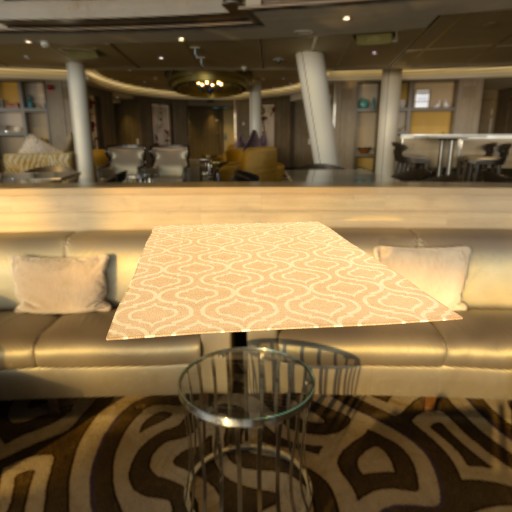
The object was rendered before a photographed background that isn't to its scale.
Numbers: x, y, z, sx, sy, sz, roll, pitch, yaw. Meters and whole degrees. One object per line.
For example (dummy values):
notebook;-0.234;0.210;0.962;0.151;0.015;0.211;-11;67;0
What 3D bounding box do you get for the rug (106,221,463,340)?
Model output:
rug;0.000;0.000;2.221;1.152;0.013;1.761;-2;15;-8
